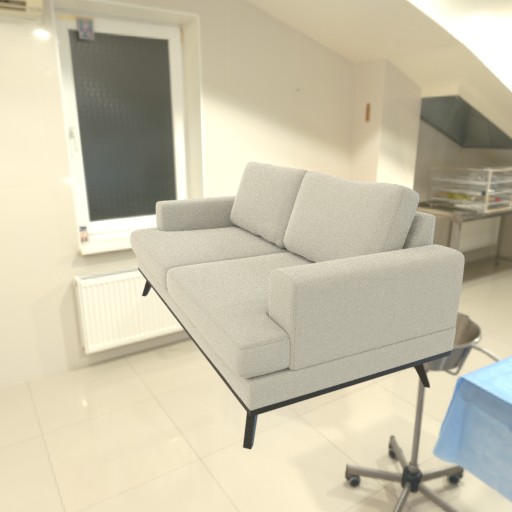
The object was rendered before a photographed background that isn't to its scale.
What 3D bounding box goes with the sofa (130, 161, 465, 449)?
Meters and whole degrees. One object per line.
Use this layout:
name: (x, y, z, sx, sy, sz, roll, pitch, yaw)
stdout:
sofa: (0.000, 0.000, 2.175, 0.920, 0.810, 1.650, -8, 18, -25)
